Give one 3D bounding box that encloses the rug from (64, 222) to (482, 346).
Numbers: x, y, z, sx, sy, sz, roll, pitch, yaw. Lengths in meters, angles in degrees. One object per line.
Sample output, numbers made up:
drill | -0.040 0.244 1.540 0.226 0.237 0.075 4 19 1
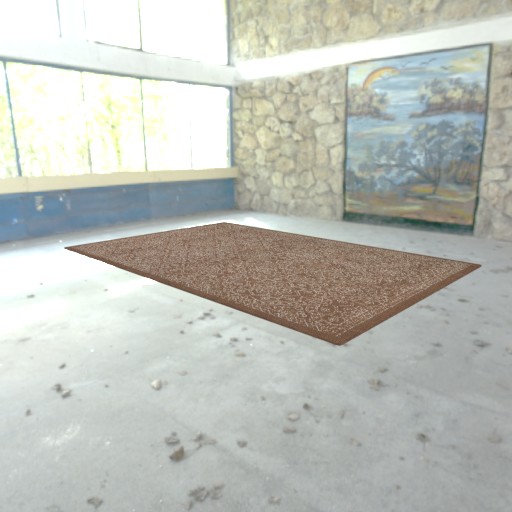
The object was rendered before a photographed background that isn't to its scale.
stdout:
rug | 0.000 0.000 2.303 1.829 0.010 1.219 13 19 42
